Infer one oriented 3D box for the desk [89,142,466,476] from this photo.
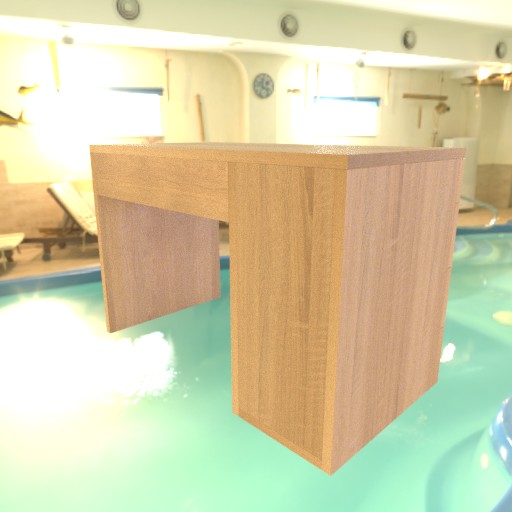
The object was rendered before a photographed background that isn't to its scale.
[{"bbox_3d":[0.000,0.000,1.515,0.600,0.731,1.100,-15,21,-43],"label":"desk"}]
